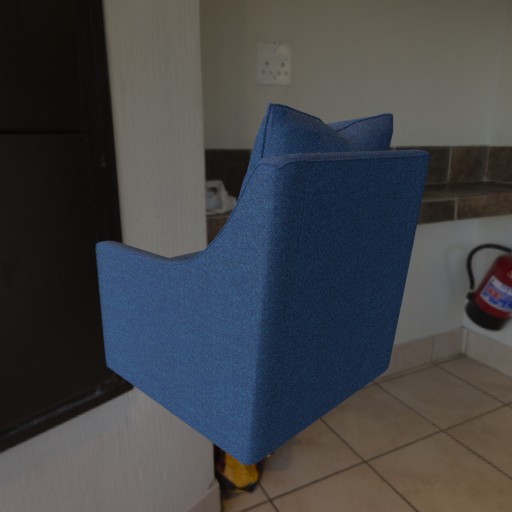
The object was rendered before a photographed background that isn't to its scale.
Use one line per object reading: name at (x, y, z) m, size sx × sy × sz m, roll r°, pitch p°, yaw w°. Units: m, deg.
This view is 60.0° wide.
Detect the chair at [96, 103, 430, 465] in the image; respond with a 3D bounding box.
chair at (0.000, 0.000, 1.535) m, size 0.870 × 0.939 × 0.750 m, roll 14°, pitch 20°, yaw 43°
